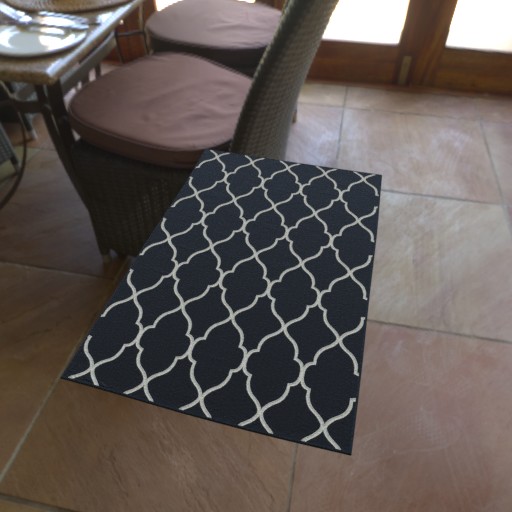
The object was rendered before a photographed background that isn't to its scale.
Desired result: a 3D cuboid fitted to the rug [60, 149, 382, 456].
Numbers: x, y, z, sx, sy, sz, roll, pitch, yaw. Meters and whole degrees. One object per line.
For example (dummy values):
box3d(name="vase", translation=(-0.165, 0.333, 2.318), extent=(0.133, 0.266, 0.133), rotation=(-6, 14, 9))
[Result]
box3d(name="rug", translation=(0.000, 0.000, 2.948), extent=(1.526, 0.014, 2.290), rotation=(11, 47, 10))
